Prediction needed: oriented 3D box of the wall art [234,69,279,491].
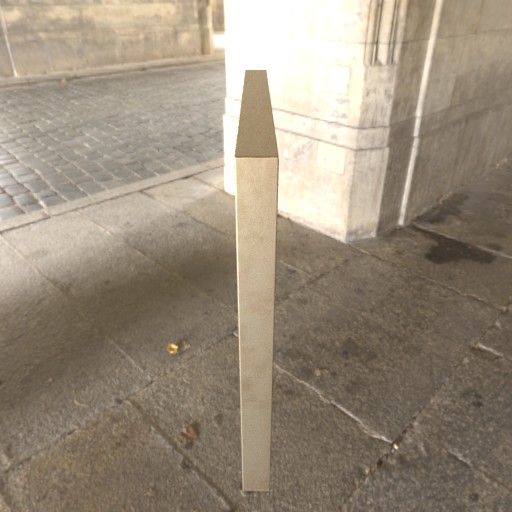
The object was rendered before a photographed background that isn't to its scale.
[{"bbox_3d":[0.000,0.000,0.738,0.040,0.506,0.503,0,31,0],"label":"wall art"}]
